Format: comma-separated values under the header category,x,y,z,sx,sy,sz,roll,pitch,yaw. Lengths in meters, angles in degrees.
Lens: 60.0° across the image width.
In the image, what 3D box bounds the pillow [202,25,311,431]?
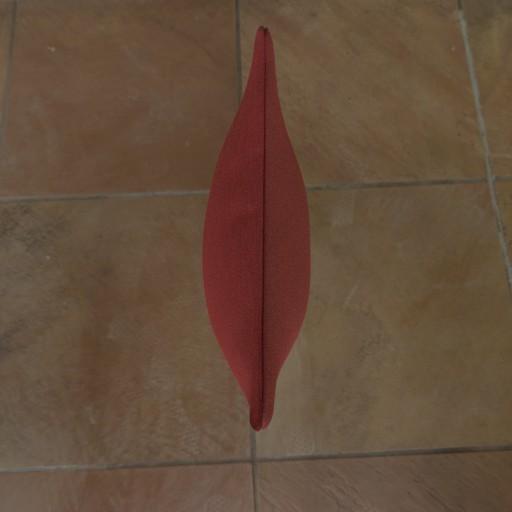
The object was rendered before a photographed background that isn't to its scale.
category,x,y,z,sx,sy,sz,roll,pitch,yaw
pillow,0.000,0.000,0.642,0.151,0.416,0.435,1,75,0
